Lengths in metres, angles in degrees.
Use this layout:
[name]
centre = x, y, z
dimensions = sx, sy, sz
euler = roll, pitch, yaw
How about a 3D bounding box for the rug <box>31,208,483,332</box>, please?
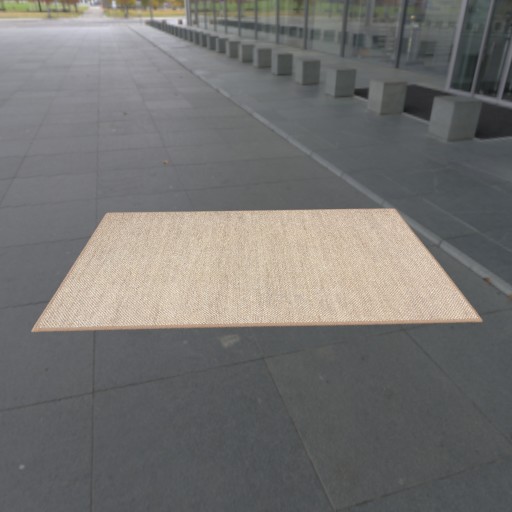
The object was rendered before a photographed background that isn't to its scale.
[rug]
centre = 0.000, 0.000, 2.090
dimensions = 1.668, 0.012, 1.061
euler = -1, 29, -2
